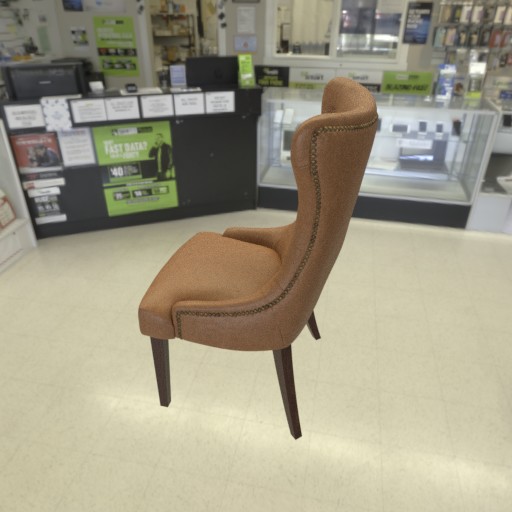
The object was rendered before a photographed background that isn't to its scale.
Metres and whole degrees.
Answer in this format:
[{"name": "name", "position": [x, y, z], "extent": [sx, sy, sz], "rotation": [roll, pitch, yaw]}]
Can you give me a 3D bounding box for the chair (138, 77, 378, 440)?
[{"name": "chair", "position": [0.000, 0.000, 1.485], "extent": [0.669, 1.065, 0.611], "rotation": [7, 32, 12]}]
